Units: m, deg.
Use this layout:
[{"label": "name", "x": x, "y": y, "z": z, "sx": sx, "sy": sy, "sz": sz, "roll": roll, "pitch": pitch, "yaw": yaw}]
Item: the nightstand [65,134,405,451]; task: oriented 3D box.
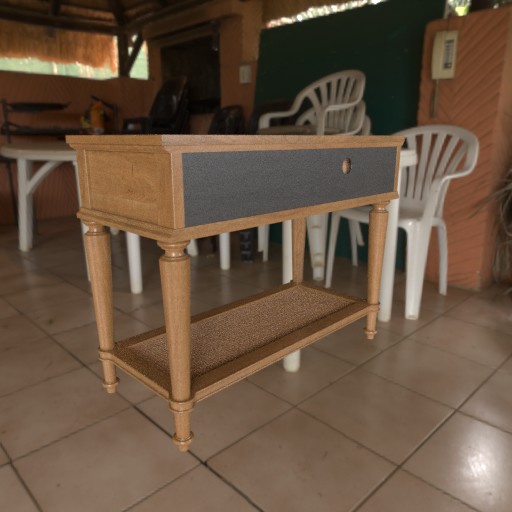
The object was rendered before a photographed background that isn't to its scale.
[{"label": "nightstand", "x": 0.000, "y": 0.000, "z": 1.335, "sx": 0.432, "sy": 0.700, "sz": 0.914, "roll": 14, "pitch": 21, "yaw": 43}]
